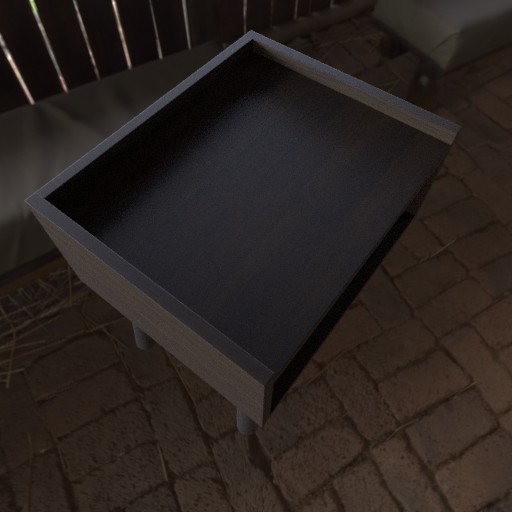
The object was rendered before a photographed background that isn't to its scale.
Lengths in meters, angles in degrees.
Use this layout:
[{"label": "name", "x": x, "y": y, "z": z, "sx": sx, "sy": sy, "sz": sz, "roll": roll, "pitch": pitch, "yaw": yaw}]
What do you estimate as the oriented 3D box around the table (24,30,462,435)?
[{"label": "table", "x": 0.000, "y": 0.000, "z": 0.777, "sx": 0.370, "sy": 0.470, "sz": 0.450, "roll": 33, "pitch": 64, "yaw": 19}]
